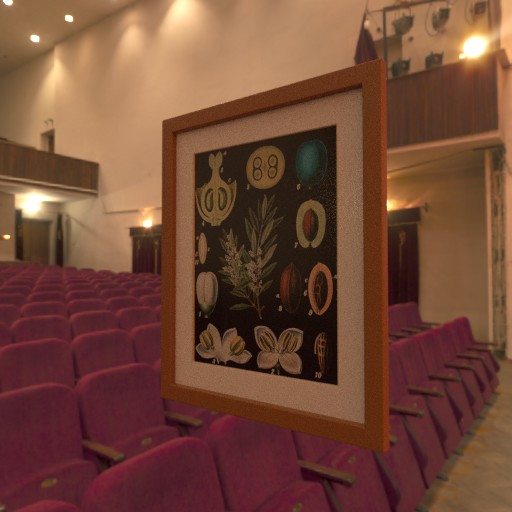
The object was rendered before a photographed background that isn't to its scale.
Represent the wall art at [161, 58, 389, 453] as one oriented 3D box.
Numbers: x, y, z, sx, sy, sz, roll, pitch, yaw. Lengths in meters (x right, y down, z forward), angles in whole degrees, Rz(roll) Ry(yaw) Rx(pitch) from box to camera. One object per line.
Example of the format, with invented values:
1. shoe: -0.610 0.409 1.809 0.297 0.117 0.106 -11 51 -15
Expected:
1. wall art: 0.000 0.000 0.520 0.310 0.379 0.015 -1 -2 36
